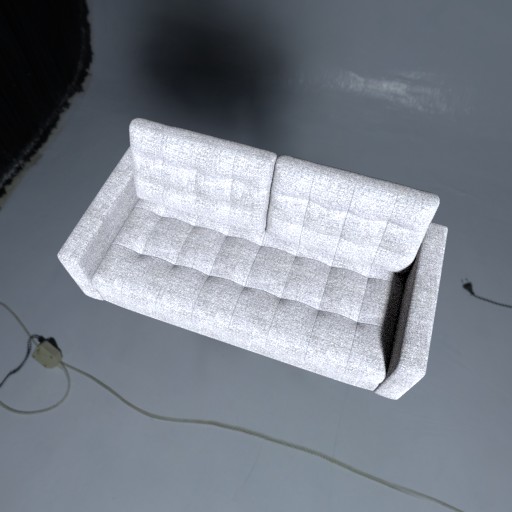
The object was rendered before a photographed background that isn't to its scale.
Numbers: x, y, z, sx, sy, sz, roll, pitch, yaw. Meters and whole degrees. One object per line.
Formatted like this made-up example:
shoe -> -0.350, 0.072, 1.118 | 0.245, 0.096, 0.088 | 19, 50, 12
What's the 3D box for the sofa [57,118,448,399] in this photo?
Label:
sofa -> 0.000, 0.000, 2.370 | 1.821, 0.902, 0.863 | 17, 61, 10
